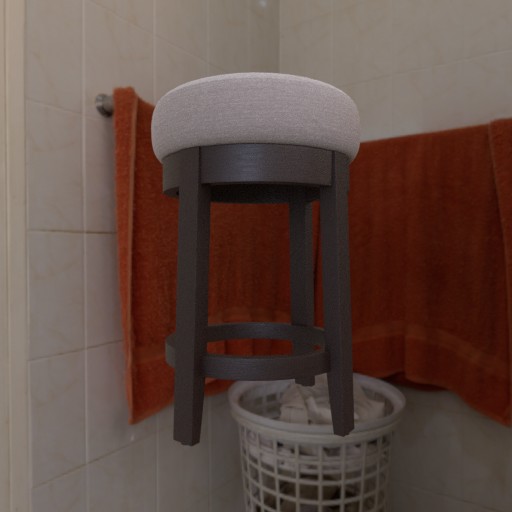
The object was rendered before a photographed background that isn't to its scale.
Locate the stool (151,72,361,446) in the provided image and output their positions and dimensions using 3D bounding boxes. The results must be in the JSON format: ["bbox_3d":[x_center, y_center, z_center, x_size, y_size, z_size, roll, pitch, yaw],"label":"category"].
[{"bbox_3d":[0.000,0.000,0.966,0.443,0.672,0.443,0,1,0],"label":"stool"}]
